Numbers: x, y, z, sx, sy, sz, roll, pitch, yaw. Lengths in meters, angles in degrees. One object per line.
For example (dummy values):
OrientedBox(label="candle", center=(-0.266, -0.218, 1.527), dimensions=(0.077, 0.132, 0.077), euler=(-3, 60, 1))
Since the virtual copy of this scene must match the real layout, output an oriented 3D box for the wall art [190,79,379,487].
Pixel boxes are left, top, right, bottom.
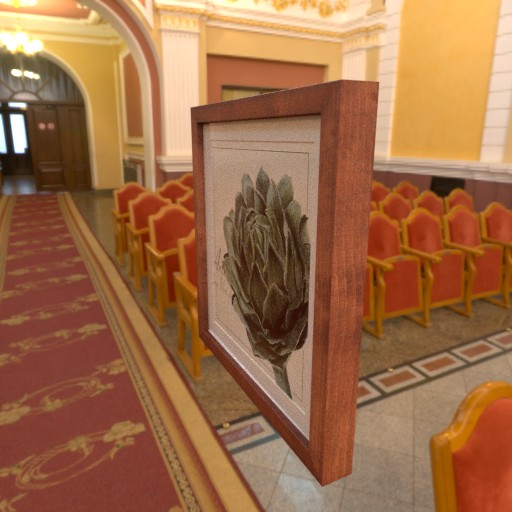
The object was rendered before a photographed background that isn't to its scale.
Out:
OrientedBox(label="wall art", center=(0.000, 0.000, 0.573), dimensions=(0.038, 0.385, 0.386), euler=(-7, 17, -25))
